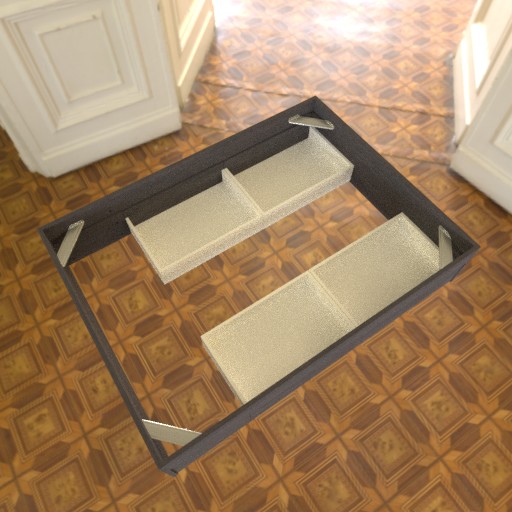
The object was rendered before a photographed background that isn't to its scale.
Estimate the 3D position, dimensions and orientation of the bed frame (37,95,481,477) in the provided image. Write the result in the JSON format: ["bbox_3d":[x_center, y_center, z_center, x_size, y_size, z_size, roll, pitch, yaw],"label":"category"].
[{"bbox_3d":[0.000,0.000,2.584,1.944,0.459,1.448,-30,64,-16],"label":"bed frame"}]
